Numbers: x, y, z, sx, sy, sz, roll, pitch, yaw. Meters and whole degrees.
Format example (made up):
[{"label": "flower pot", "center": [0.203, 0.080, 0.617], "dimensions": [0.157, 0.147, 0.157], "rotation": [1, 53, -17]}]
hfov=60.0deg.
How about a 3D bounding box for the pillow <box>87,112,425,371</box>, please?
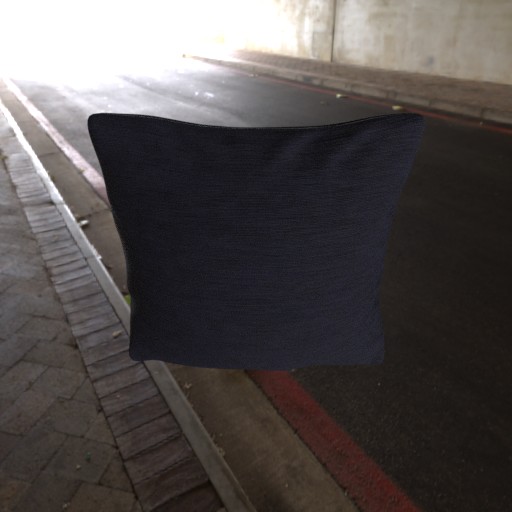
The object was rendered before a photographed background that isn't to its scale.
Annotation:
[{"label": "pillow", "center": [0.000, 0.000, 0.659], "dimensions": [0.432, 0.414, 0.246], "rotation": [0, 29, 1]}]
